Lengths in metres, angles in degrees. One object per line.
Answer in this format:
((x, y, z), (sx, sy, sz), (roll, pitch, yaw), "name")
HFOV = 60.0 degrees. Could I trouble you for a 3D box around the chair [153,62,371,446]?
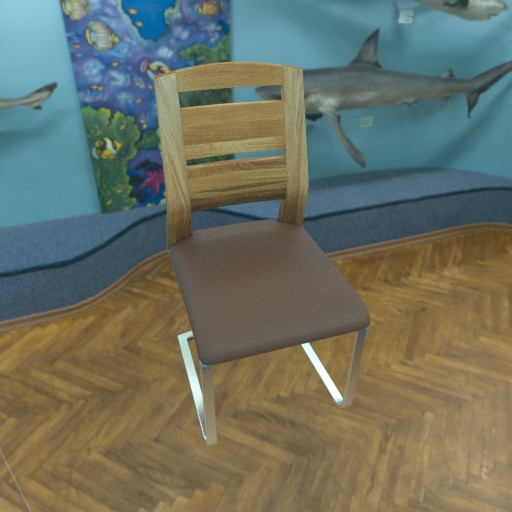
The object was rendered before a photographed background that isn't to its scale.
((0.000, 0.000, 1.281), (0.460, 0.970, 0.570), (-10, 33, -15), "chair")
